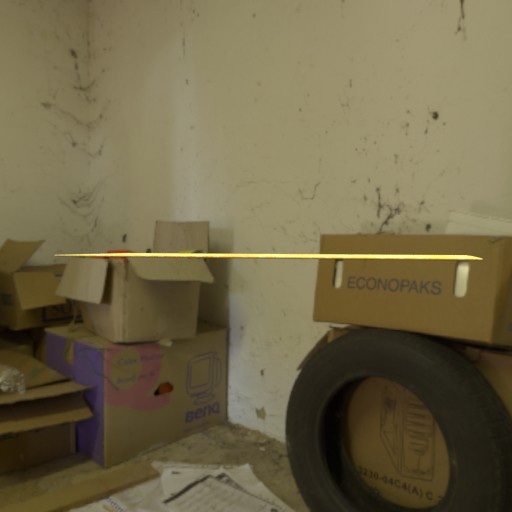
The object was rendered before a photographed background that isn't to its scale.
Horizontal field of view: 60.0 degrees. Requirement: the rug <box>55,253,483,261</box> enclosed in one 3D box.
[{"bbox_3d":[0.000,0.000,2.736,2.438,0.010,0.775,0,1,20],"label":"rug"}]
